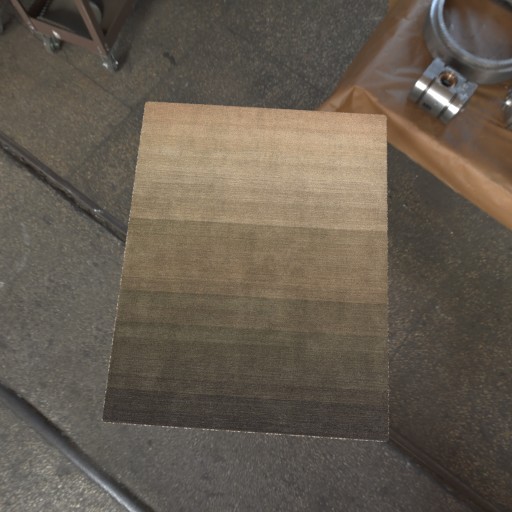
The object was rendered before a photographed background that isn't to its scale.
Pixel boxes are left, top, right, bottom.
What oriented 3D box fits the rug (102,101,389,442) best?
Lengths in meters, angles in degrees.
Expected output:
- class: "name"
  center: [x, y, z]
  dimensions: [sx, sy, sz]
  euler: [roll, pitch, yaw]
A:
- class: "rug"
  center: [0.000, 0.000, 3.878]
  dimensions: [2.306, 0.017, 2.902]
  euler: [4, 76, 1]
